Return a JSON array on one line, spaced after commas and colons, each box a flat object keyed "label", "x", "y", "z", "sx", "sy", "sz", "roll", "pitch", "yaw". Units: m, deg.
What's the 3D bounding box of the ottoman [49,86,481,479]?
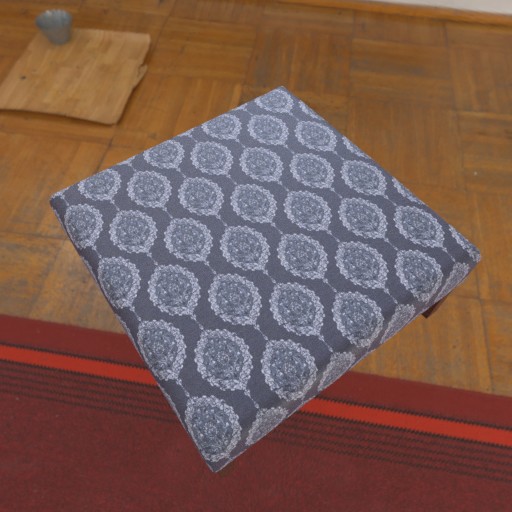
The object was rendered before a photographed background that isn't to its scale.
[{"label": "ottoman", "x": 0.000, "y": 0.000, "z": 1.381, "sx": 0.889, "sy": 0.409, "sz": 0.890, "roll": -31, "pitch": 63, "yaw": -19}]
